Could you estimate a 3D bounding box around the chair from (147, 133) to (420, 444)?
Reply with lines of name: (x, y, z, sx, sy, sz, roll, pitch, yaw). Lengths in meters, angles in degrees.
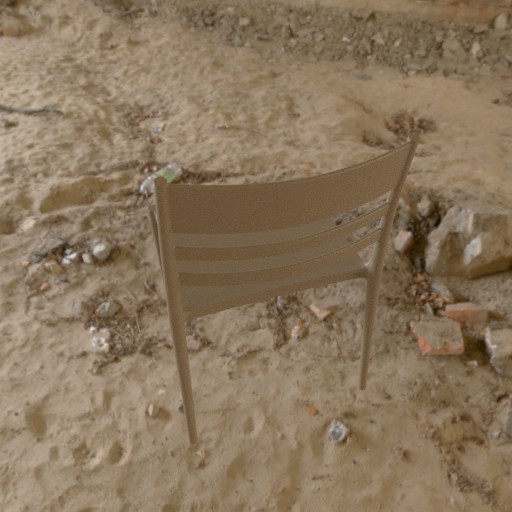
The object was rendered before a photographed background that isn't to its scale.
chair: (0.000, 0.000, 1.146, 0.531, 0.800, 0.511, -13, 43, -14)
